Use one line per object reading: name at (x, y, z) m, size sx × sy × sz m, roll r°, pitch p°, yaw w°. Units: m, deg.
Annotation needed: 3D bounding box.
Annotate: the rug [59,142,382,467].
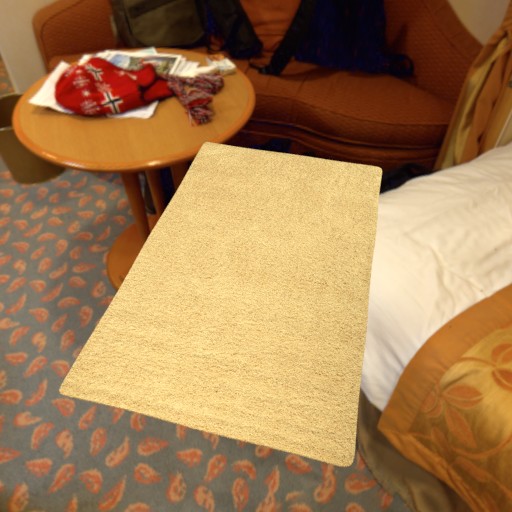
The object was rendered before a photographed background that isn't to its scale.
rug at (0.000, 0.000, 2.908) m, size 1.500 × 0.025 × 2.349 m, roll 10°, pitch 48°, yaw 10°
